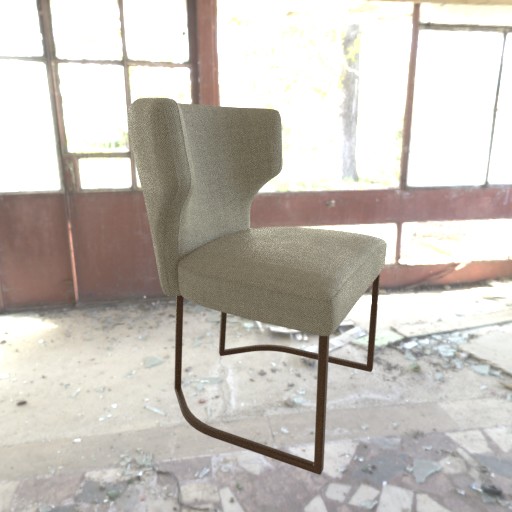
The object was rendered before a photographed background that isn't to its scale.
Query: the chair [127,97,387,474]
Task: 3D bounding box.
[{"bbox_3d":[0.000,0.000,1.234,0.617,0.824,0.611,8,17,26],"label":"chair"}]
